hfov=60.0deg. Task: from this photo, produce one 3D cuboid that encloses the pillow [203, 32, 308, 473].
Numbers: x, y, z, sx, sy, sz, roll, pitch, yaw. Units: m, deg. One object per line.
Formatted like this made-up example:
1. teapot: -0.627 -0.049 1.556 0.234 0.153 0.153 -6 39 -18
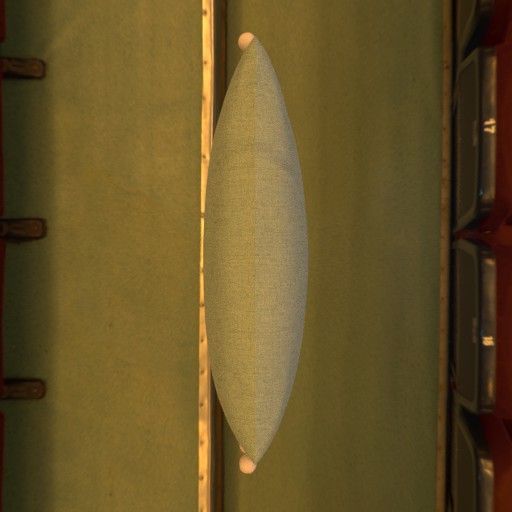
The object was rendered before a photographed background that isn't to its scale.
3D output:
1. pillow: 0.000 0.000 0.827 0.201 0.322 0.709 0 90 -1
